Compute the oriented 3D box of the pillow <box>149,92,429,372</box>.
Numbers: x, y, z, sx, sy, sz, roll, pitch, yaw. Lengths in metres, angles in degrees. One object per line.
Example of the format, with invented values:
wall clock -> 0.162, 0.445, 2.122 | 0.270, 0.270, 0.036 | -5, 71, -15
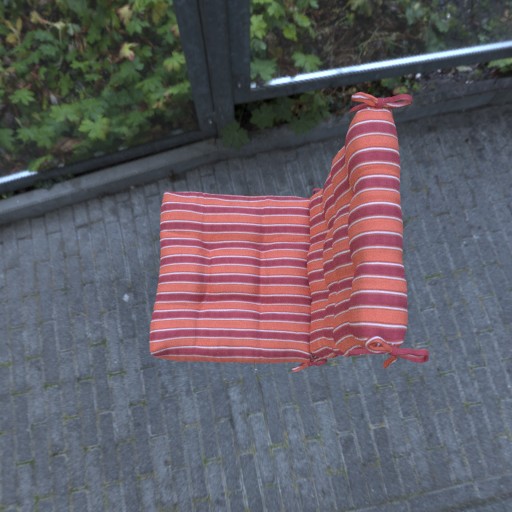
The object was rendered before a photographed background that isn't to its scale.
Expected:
pillow -> 0.000, 0.000, 1.034 | 0.571, 0.605, 0.519 | 2, 76, 0
